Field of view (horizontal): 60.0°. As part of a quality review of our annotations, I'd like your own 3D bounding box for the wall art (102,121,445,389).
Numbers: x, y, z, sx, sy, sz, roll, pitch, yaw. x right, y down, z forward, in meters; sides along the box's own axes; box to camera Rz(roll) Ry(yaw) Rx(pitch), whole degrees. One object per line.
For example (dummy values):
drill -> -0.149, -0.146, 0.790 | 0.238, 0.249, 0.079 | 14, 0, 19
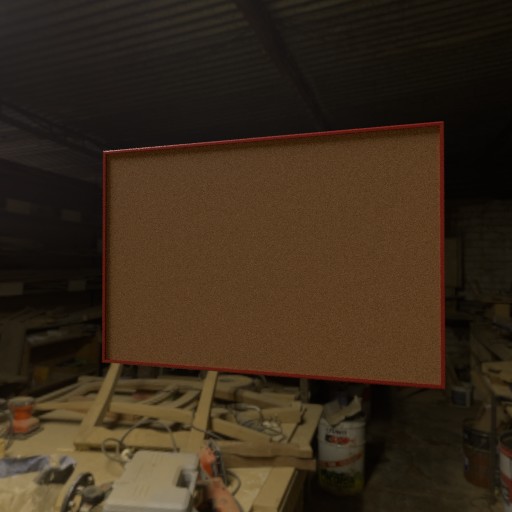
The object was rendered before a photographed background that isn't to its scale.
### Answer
wall art -> 0.000, 0.000, 0.775 | 0.607, 0.405, 0.033 | 0, -1, 17
